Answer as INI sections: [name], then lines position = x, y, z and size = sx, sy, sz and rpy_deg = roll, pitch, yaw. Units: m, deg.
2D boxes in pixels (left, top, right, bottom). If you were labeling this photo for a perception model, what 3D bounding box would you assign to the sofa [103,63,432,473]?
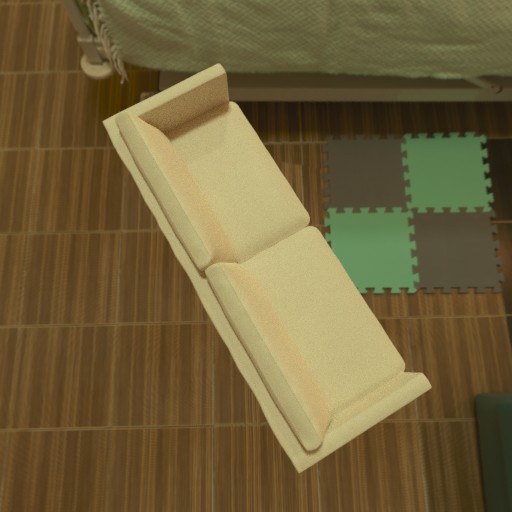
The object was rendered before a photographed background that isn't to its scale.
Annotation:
[sofa]
position = 0.000, 0.000, 3.332
size = 1.036, 0.999, 2.779
rpy_deg = -30, 78, -7
